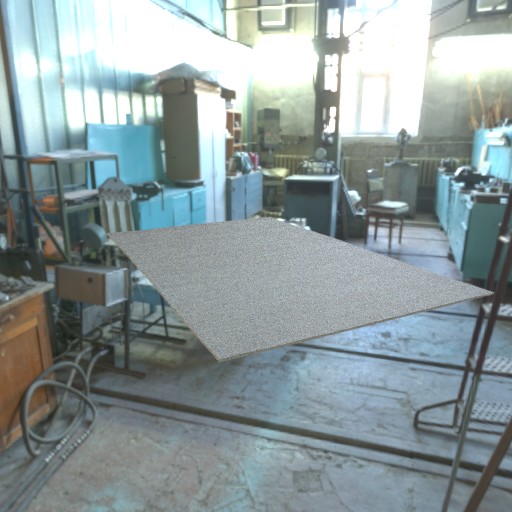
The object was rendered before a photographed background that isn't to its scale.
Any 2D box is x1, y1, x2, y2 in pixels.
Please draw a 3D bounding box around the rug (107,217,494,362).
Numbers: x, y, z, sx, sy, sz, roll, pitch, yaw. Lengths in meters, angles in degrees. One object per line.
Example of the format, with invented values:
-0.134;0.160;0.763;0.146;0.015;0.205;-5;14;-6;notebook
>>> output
0.000;0.000;2.220;1.154;0.021;1.792;-8;17;-26;rug
